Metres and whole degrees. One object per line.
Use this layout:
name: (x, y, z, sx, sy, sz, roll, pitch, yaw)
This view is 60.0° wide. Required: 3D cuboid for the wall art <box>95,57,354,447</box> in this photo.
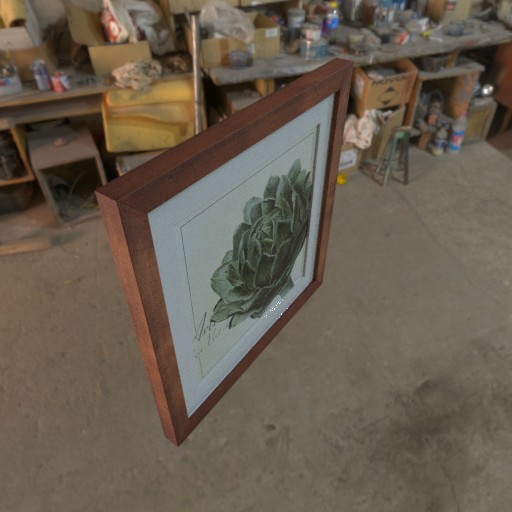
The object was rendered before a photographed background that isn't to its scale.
wall art: (0.000, 0.000, 0.839, 0.037, 0.572, 0.554, 26, 48, 26)
